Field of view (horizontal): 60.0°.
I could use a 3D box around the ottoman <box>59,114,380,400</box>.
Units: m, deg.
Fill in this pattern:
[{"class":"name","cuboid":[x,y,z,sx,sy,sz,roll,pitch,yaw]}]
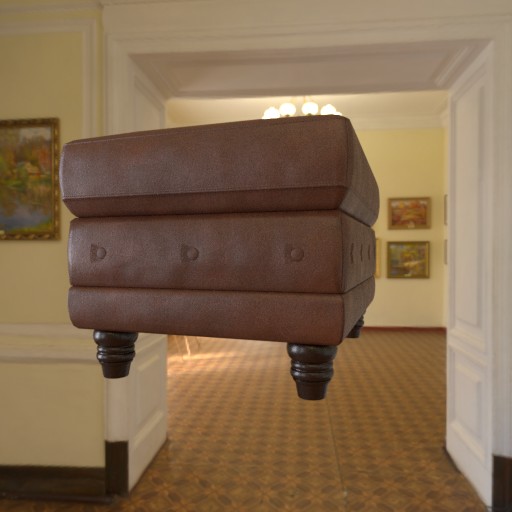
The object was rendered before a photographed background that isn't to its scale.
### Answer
[{"class":"ottoman","cuboid":[0.000,0.000,1.168,0.588,0.509,0.795,0,0,19]}]
